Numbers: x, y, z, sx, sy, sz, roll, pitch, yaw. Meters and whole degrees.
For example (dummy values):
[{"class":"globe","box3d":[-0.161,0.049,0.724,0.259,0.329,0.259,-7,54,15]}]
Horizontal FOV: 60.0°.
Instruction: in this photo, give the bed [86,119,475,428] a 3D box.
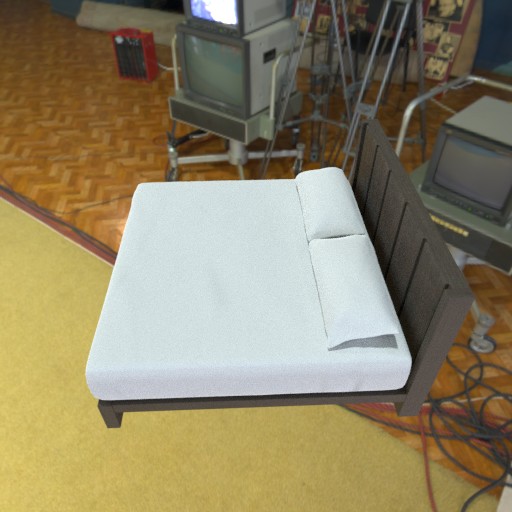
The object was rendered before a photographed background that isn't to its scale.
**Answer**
[{"class":"bed","box3d":[0.000,0.000,3.523,2.238,1.261,2.143,-2,42,-2]}]
